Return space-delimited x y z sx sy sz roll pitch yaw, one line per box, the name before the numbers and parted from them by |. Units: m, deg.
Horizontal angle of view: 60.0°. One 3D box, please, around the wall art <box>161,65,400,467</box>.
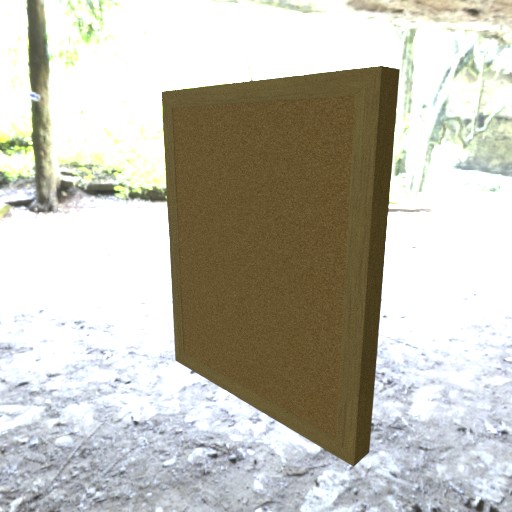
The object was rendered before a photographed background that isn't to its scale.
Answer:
wall art | 0.000 0.000 0.518 0.312 0.380 0.030 15 21 43
